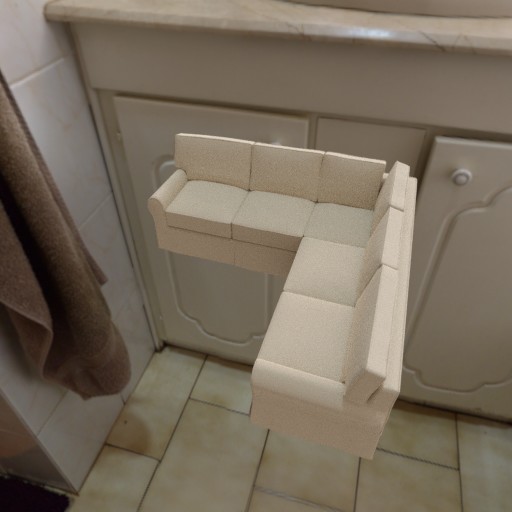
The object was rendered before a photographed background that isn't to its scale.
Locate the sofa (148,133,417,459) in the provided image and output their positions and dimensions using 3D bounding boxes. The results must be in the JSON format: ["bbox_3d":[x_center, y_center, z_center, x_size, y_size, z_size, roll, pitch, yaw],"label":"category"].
[{"bbox_3d":[0.000,0.000,4.017,2.591,1.070,2.597,12,43,13],"label":"sofa"}]
